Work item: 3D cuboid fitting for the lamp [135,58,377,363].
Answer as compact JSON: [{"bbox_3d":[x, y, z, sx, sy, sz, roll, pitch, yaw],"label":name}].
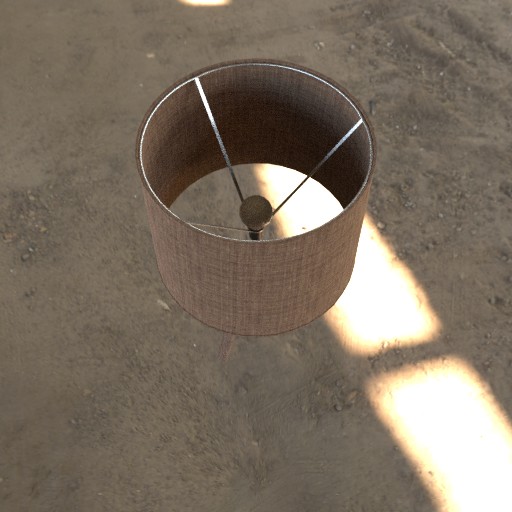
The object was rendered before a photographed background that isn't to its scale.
[{"bbox_3d":[0.000,0.000,0.685,0.290,0.514,0.290,0,62,0],"label":"lamp"}]
